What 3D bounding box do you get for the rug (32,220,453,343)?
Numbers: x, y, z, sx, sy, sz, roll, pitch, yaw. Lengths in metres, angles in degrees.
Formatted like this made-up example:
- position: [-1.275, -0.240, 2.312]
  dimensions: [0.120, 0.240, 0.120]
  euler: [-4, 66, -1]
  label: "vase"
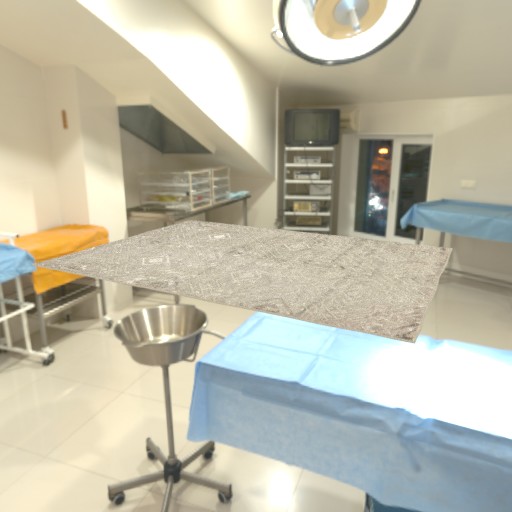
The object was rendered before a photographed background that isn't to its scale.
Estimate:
- position: [0.000, 0.000, 4.335]
  dimensions: [3.359, 0.020, 2.448]
  euler: [8, 17, 27]
  label: "rug"
